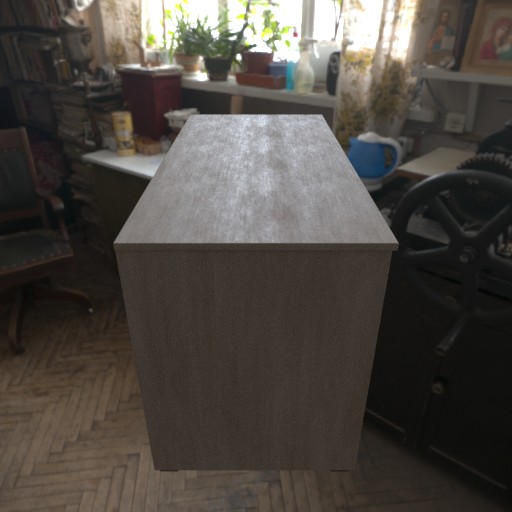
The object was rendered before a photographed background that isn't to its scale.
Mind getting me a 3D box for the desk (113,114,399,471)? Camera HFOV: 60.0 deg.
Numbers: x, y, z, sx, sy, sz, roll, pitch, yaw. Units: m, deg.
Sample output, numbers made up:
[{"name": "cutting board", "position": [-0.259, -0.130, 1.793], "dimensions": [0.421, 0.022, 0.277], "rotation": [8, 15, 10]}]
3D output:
[{"name": "desk", "position": [0.000, 0.000, 1.663], "dimensions": [0.600, 0.770, 1.251], "rotation": [0, 30, 0]}]
